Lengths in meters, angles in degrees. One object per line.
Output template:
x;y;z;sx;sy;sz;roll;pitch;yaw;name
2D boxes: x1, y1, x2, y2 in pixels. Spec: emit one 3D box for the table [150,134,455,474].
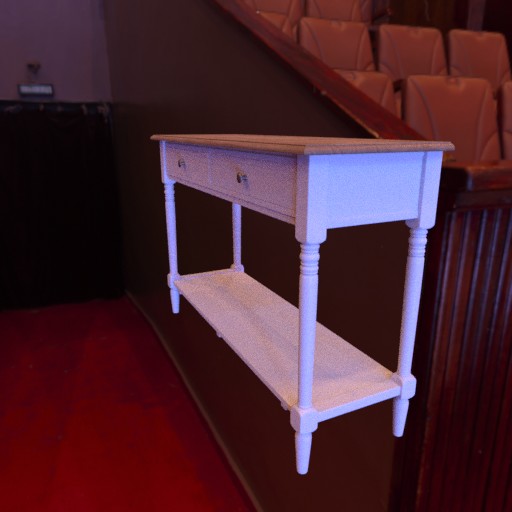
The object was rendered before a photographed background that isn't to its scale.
0.000;0.000;1.548;0.399;0.800;1.219;-8;18;-25;table
